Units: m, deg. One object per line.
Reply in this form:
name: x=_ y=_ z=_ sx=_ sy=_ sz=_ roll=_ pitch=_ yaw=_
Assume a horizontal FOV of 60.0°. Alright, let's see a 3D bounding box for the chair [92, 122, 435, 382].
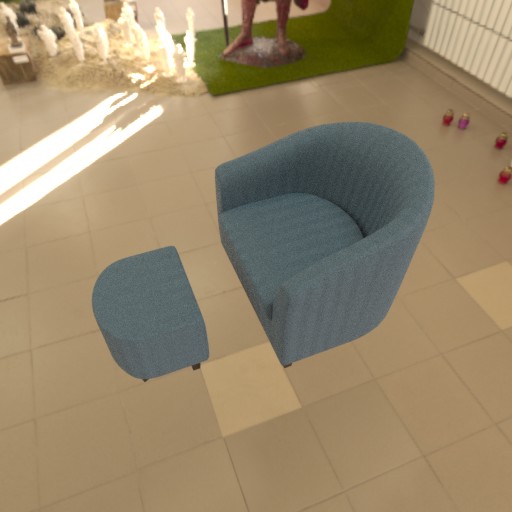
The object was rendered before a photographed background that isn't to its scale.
chair: x=0.000 y=0.000 z=1.760 sx=1.288 sy=0.757 sz=0.756 roll=-16 pitch=49 yaw=-15
